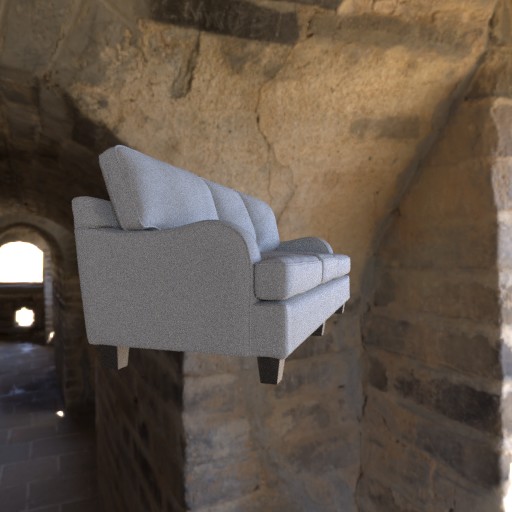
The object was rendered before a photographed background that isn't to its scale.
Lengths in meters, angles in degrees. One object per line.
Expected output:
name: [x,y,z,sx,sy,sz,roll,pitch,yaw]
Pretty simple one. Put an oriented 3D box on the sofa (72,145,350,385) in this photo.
sofa: [0.000,0.000,2.920,1.016,0.997,2.323,0,1,18]
